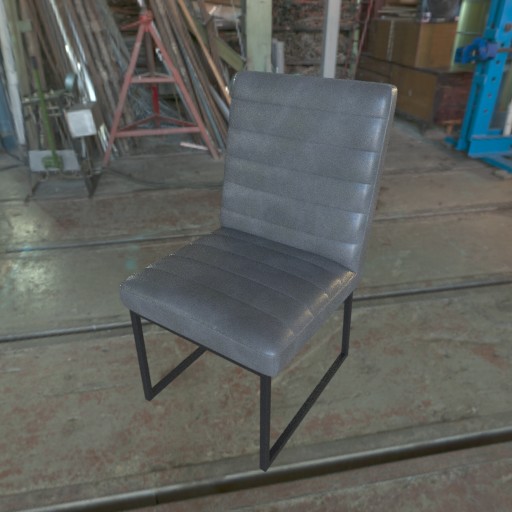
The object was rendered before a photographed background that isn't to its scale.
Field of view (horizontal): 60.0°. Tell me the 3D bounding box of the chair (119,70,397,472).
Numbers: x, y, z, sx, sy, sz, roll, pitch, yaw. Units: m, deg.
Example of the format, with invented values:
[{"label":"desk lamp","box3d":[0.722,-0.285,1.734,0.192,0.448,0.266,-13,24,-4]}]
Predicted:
[{"label":"chair","box3d":[0.000,0.000,1.303,0.520,0.930,0.634,19,35,29]}]
